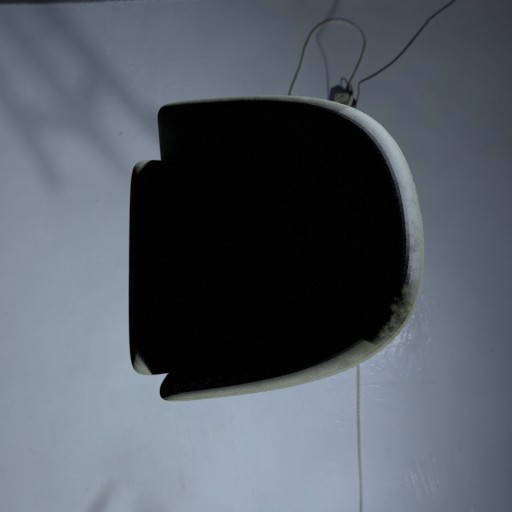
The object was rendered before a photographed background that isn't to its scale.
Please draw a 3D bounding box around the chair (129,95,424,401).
[{"bbox_3d":[0.000,0.000,1.329,0.767,0.698,0.773,-3,77,-1],"label":"chair"}]
